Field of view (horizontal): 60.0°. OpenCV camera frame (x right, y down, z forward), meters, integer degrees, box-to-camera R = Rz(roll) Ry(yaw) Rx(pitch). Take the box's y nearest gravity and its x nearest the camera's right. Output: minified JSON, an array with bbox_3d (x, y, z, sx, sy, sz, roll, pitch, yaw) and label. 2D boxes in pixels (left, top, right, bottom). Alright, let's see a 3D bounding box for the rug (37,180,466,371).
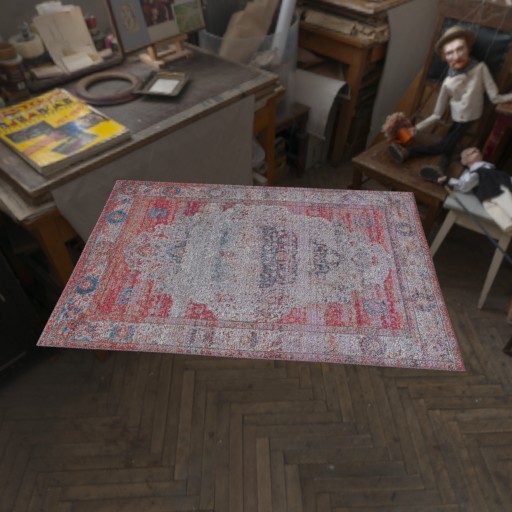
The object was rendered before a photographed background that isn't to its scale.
[{"bbox_3d":[0.000,0.000,2.307,1.829,0.006,1.219,3,45,3],"label":"rug"}]
